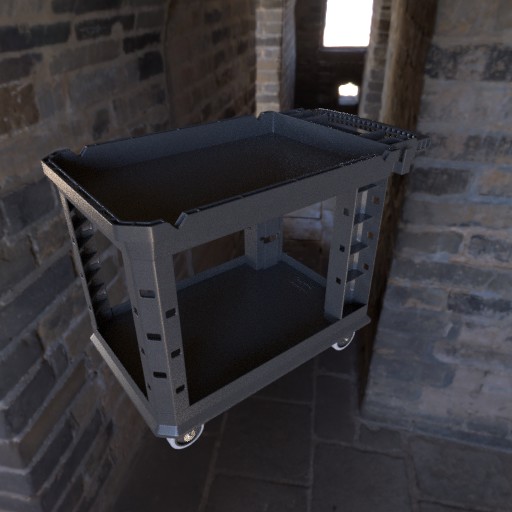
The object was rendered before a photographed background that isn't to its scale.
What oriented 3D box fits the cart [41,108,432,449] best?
[{"bbox_3d":[0.000,0.000,1.722,1.239,0.884,0.674,-22,38,-32],"label":"cart"}]
